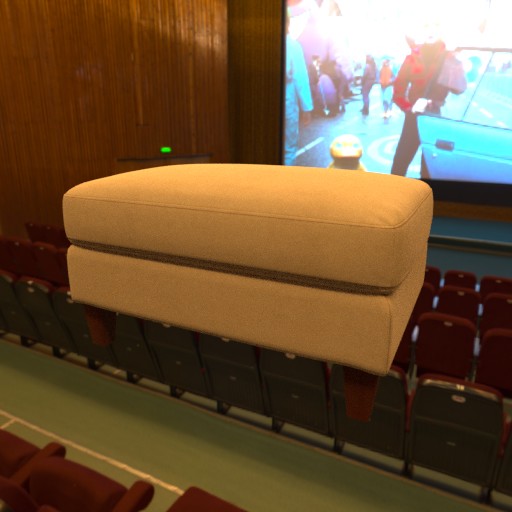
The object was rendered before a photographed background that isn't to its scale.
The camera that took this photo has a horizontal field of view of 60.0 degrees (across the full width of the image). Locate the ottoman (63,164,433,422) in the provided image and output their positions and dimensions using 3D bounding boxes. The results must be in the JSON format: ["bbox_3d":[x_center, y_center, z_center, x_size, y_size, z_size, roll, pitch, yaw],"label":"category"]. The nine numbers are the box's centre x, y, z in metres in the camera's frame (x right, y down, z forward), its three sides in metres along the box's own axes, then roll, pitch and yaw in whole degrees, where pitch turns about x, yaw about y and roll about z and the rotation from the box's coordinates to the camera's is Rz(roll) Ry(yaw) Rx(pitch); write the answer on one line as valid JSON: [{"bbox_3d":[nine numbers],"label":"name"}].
[{"bbox_3d":[0.000,0.000,1.231,0.864,0.483,0.584,8,19,25],"label":"ottoman"}]
